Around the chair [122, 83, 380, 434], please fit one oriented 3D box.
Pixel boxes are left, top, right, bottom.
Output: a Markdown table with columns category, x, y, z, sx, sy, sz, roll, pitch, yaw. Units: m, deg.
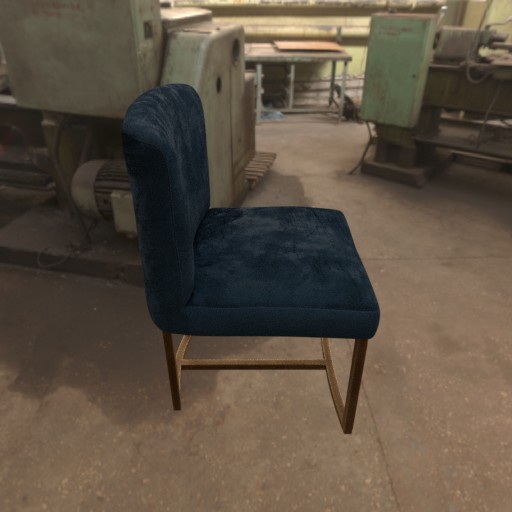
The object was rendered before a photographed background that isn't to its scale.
| category | x | y | z | sx | sy | sz | roll | pitch | yaw |
| --- | --- | --- | --- | --- | --- | --- | --- | --- | --- |
| chair | 0.000 | 0.000 | 1.190 | 0.560 | 0.824 | 0.530 | 0 | 31 | 0 |
